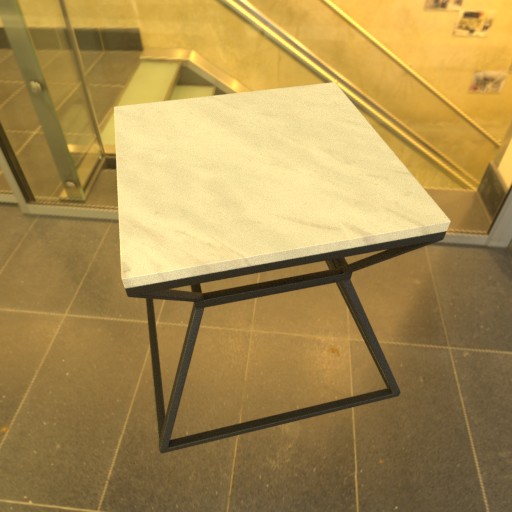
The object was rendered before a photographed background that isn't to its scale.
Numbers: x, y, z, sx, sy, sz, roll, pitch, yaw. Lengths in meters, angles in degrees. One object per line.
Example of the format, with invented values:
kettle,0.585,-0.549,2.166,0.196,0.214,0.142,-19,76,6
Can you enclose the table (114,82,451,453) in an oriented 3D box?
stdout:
table,0.000,0.000,0.813,0.455,0.431,0.455,-10,47,-10
